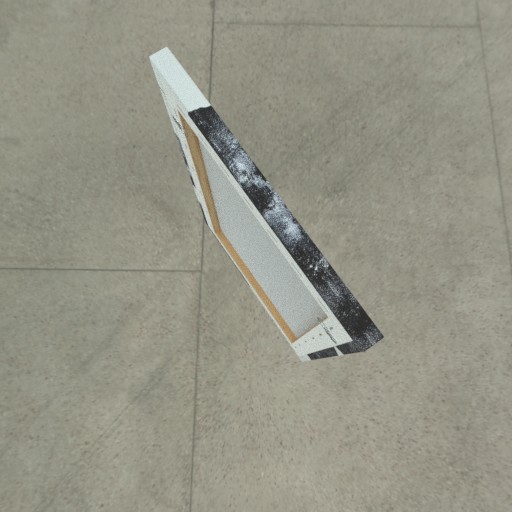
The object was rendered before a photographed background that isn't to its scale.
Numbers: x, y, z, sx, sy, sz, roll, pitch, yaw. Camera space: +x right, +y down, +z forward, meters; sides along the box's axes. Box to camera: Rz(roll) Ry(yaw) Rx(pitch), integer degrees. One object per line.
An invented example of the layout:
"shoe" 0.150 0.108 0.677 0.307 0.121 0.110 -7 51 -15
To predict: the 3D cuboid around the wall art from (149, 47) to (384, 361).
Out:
"wall art" 0.000 0.000 1.155 0.041 0.915 0.610 -34 78 -8
